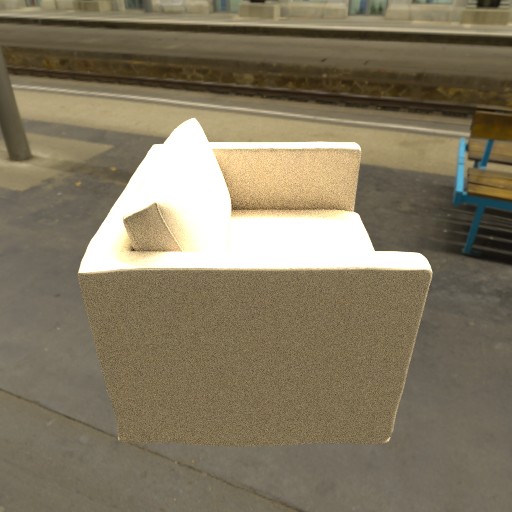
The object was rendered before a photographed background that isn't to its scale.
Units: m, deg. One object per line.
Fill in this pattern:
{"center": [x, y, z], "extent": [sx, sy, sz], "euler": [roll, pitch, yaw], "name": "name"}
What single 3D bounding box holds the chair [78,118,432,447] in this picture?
{"center": [0.000, 0.000, 1.702], "extent": [0.947, 0.851, 1.057], "euler": [0, 32, 0], "name": "chair"}
